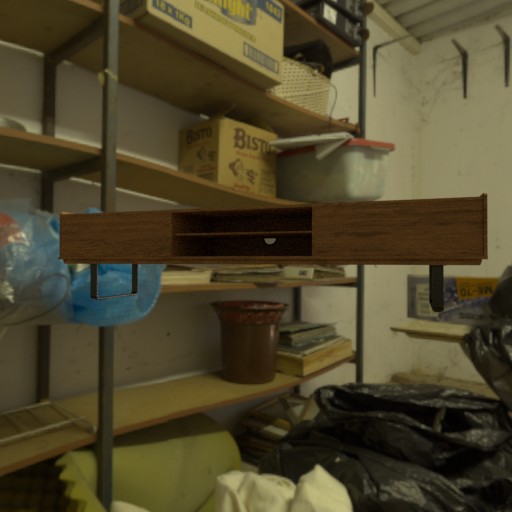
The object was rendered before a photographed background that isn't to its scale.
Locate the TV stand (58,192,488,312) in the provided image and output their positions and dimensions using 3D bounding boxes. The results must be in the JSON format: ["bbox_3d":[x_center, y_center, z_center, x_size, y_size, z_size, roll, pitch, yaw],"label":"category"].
[{"bbox_3d":[0.000,0.000,1.990,1.796,0.415,0.467,0,-1,19],"label":"TV stand"}]
